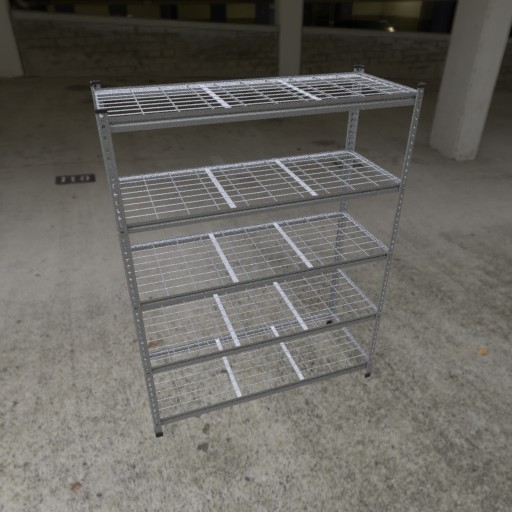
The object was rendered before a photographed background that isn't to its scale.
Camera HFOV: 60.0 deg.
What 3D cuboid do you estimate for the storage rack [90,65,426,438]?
[{"bbox_3d":[0.000,0.000,2.674,1.524,1.981,0.610,-10,33,-16],"label":"storage rack"}]
